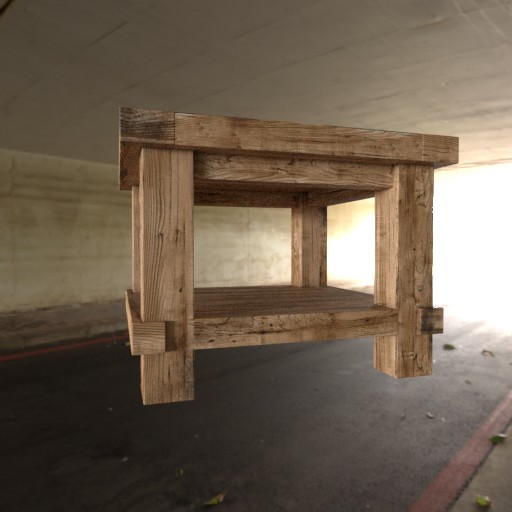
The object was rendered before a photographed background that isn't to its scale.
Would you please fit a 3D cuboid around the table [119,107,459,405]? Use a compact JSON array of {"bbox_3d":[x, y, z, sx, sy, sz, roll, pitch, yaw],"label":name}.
[{"bbox_3d":[0.000,0.000,1.038,0.610,0.457,0.610,0,1,-17],"label":"table"}]
